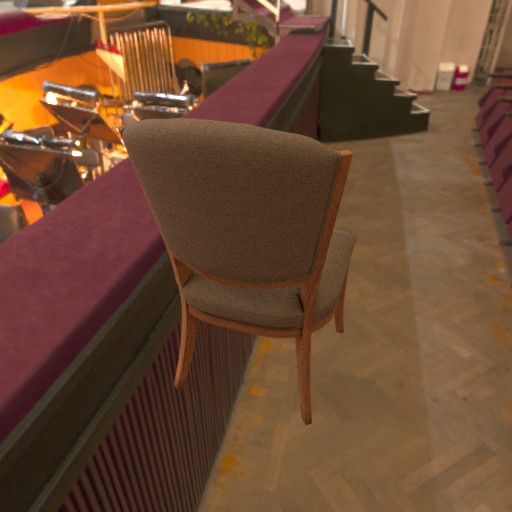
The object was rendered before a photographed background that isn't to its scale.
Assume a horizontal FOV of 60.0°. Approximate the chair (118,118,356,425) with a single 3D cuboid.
[{"bbox_3d":[0.000,0.000,1.259,0.513,0.905,0.584,10,35,15],"label":"chair"}]
